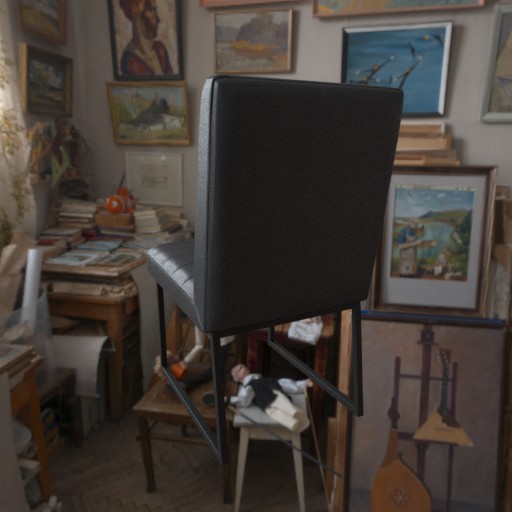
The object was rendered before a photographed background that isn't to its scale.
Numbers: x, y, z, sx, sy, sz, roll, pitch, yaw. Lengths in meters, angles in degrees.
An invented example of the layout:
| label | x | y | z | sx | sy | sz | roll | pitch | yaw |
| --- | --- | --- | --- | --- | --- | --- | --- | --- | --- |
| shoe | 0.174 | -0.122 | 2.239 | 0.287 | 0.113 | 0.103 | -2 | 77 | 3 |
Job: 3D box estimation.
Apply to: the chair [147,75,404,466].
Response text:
| label | x | y | z | sx | sy | sz | roll | pitch | yaw |
| --- | --- | --- | --- | --- | --- | --- | --- | --- | --- |
| chair | 0.000 | 0.000 | 1.332 | 0.520 | 0.930 | 0.634 | -7 | 16 | -27 |
